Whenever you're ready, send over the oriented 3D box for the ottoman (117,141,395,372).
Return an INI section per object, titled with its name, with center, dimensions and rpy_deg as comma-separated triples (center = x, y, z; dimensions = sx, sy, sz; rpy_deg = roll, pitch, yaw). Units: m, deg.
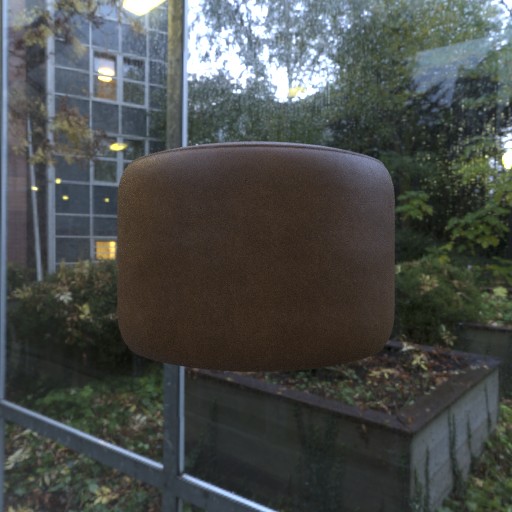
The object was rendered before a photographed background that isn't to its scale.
[ottoman]
center = 0.000, 0.000, 1.017
dimensions = 0.607, 0.438, 0.607
rpy_deg = 0, 0, 0
